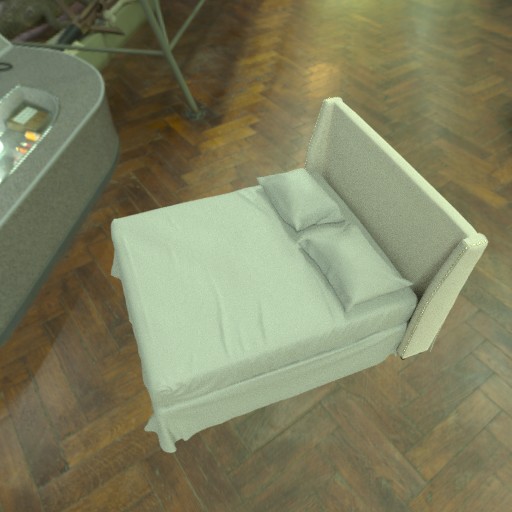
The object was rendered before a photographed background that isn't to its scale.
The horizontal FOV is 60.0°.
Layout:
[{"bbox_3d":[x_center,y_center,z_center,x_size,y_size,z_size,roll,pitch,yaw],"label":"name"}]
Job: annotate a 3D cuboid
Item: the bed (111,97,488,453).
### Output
[{"bbox_3d":[0.000,0.000,3.433,2.276,1.332,1.925,-16,49,-14],"label":"bed"}]
